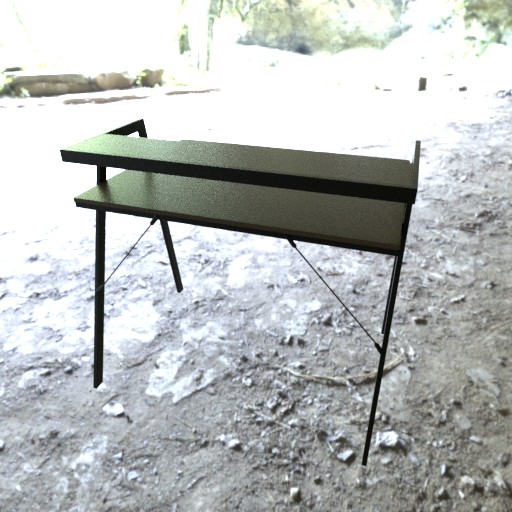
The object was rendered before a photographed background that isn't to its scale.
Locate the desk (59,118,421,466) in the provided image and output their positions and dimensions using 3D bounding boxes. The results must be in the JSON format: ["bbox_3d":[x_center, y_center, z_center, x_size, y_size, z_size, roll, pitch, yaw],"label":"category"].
[{"bbox_3d":[0.000,0.000,1.866,1.143,0.998,0.936,10,31,16],"label":"desk"}]
